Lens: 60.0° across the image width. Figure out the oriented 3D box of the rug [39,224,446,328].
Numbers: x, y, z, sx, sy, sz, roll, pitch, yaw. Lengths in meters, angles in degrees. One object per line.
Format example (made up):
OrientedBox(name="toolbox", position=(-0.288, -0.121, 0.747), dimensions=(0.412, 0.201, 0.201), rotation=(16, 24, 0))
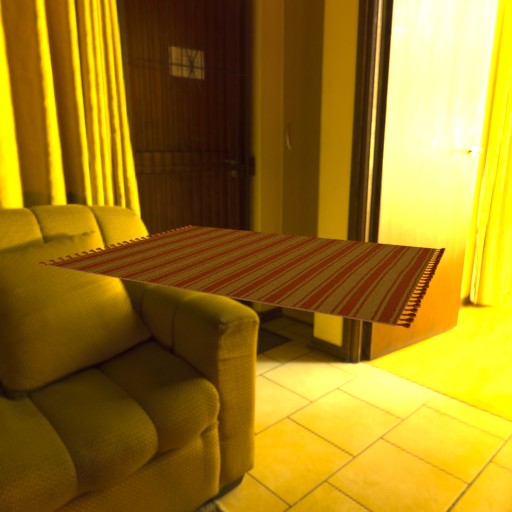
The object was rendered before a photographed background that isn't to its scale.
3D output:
OrientedBox(name="rug", position=(0.000, 0.000, 4.482), dimensions=(3.369, 0.035, 2.451), rotation=(7, 15, 26))
